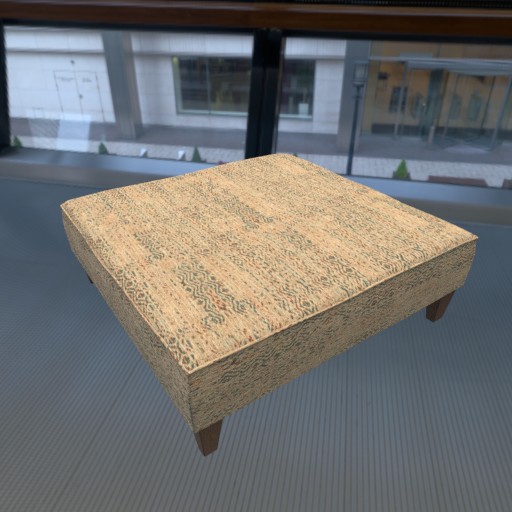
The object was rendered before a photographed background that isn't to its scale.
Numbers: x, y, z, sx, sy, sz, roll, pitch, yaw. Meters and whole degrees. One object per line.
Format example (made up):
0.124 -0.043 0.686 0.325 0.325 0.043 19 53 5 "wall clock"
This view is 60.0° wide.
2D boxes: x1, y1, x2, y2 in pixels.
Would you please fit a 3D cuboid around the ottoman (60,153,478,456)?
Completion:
0.000 0.000 1.513 1.004 0.356 0.968 -20 37 -29 "ottoman"
